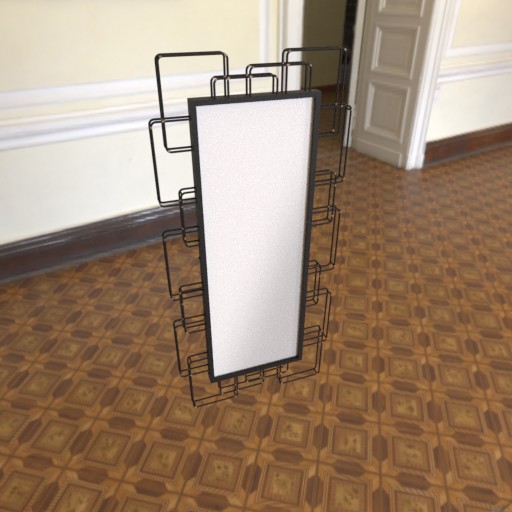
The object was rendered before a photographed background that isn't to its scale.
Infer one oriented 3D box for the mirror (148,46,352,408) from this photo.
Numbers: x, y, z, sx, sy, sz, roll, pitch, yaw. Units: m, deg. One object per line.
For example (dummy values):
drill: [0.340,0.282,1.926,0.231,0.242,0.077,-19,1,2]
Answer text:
mirror: [0.000,0.000,1.407,0.565,1.192,0.037,-10,33,-17]
